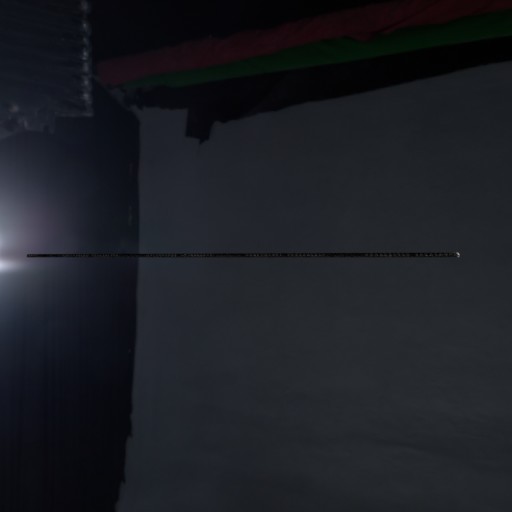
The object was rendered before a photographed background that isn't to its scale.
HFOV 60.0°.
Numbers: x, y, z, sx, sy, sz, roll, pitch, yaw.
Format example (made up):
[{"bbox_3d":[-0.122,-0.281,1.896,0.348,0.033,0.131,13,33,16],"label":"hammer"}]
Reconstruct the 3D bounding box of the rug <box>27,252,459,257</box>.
[{"bbox_3d":[0.000,0.000,2.300,1.833,0.016,1.210,0,0,20],"label":"rug"}]
